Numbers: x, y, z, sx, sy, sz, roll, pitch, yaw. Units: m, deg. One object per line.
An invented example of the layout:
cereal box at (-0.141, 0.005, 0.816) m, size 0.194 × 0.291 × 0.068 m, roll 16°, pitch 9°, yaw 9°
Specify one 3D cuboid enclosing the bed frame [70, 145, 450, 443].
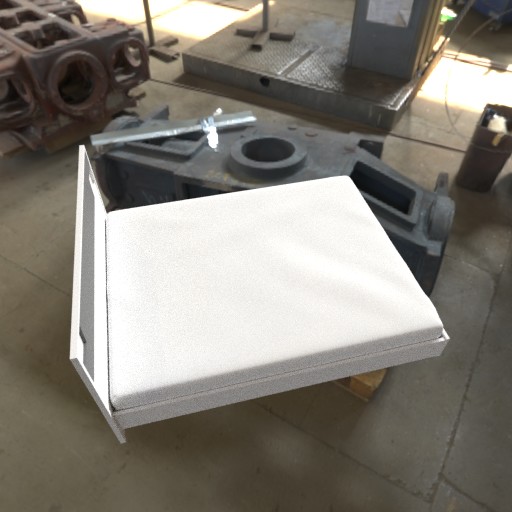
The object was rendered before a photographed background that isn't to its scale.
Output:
bed frame at (0.000, 0.000, 3.044) m, size 2.100 × 1.001 × 1.711 m, roll -10°, pitch 48°, yaw -9°
